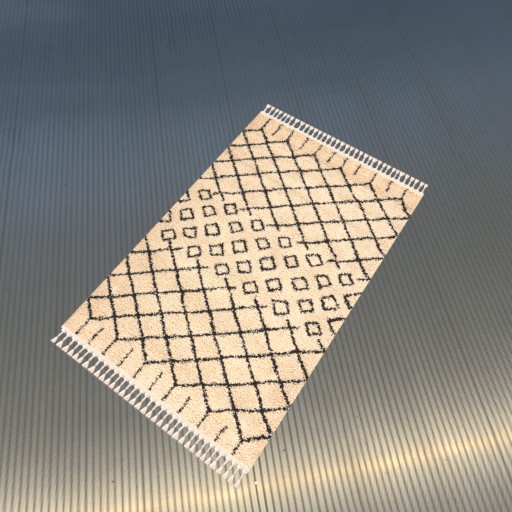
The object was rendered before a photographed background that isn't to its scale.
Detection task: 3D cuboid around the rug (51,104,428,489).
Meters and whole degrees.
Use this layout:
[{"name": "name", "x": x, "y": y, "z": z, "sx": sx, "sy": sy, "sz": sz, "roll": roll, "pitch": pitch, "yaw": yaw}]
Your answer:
[{"name": "rug", "x": 0.000, "y": 0.000, "z": 2.496, "sx": 1.196, "sy": 0.008, "sz": 2.006, "roll": 32, "pitch": 67, "yaw": 15}]
